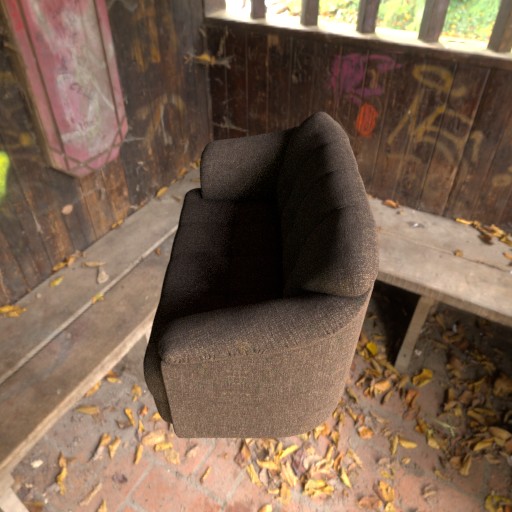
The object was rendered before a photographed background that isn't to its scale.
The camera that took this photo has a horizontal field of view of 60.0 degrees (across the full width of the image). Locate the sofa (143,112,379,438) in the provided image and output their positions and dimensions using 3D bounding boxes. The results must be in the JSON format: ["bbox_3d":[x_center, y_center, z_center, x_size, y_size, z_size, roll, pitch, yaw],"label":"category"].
[{"bbox_3d":[0.000,0.000,1.975,0.799,0.895,1.404,1,40,1],"label":"sofa"}]
